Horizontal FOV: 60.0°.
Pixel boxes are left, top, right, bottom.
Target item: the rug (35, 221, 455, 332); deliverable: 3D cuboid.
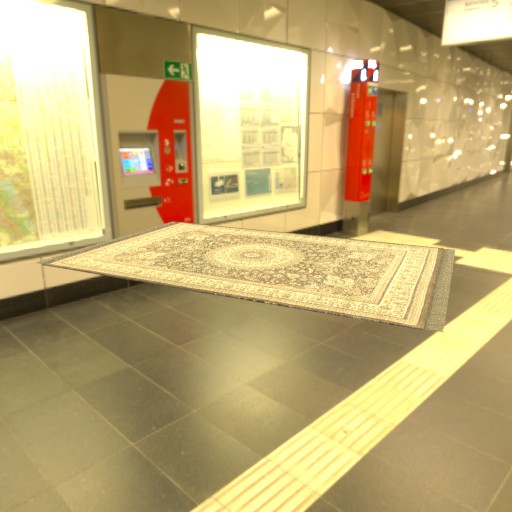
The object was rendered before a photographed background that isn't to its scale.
[{"bbox_3d":[0.000,0.000,4.219,3.422,0.015,2.143,7,17,24],"label":"rug"}]
